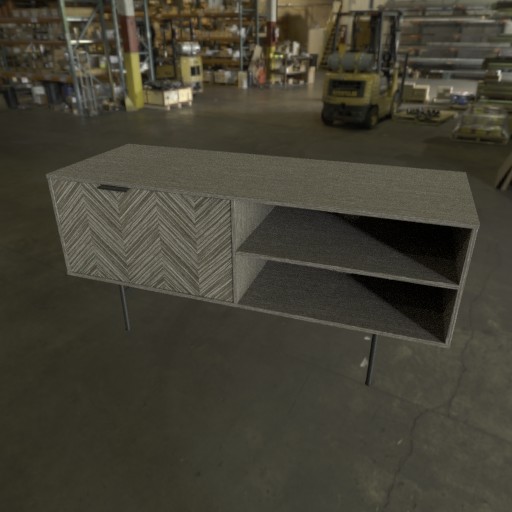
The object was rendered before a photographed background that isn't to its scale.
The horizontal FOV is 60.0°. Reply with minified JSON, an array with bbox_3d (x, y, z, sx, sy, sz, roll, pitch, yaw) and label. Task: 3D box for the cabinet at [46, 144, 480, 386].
[{"bbox_3d":[0.000,0.000,1.585,1.300,0.599,0.500,9,28,17],"label":"cabinet"}]
